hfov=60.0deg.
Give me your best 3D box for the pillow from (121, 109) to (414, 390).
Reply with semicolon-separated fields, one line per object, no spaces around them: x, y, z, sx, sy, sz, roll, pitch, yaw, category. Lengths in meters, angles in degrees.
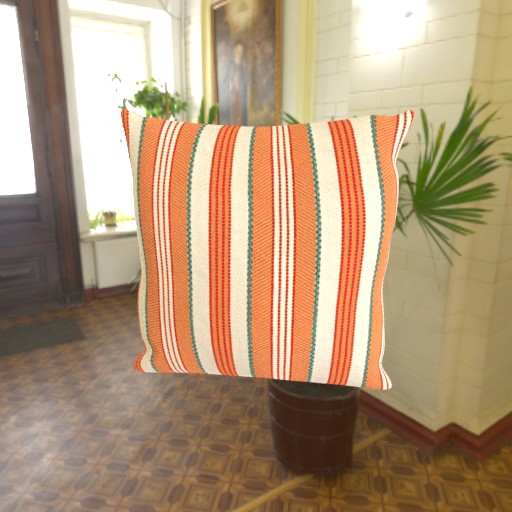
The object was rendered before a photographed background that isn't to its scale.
0.000;0.000;0.690;0.440;0.441;0.182;2;14;9;pillow
